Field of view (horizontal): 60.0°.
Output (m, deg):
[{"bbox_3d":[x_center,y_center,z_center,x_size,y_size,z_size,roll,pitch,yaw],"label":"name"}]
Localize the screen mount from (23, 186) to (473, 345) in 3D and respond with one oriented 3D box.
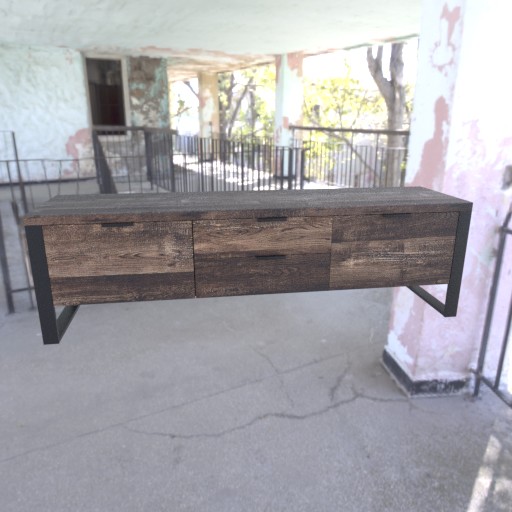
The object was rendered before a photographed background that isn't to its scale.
[{"bbox_3d":[0.000,0.000,1.730,1.524,0.450,0.395,-3,18,-8],"label":"screen mount"}]
